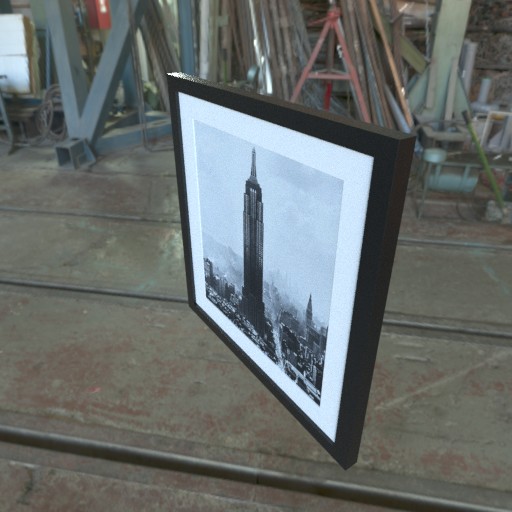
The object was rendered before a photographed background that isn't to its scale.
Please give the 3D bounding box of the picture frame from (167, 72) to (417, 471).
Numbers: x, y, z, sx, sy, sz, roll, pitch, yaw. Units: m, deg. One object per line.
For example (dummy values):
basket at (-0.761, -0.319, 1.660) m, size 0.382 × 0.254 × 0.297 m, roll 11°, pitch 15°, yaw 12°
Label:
picture frame at (0.000, 0.000, 0.806) m, size 0.029 × 0.557 × 0.559 m, roll -20°, pitch 36°, yaw -30°
